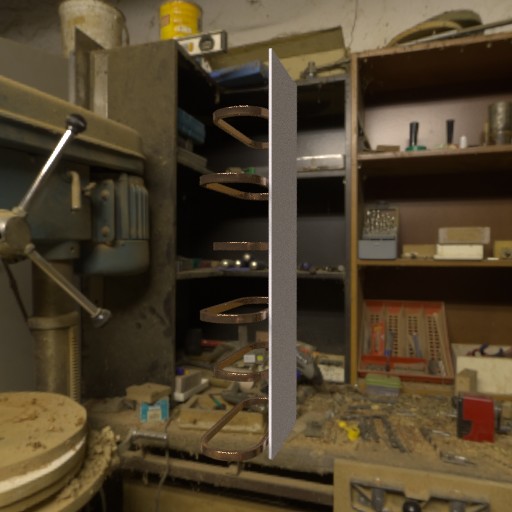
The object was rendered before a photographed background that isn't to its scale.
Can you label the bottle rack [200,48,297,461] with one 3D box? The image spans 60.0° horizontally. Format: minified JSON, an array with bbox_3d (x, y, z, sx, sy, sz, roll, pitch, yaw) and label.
[{"bbox_3d":[0.000,0.000,0.863,0.118,0.709,0.332,0,1,19],"label":"bottle rack"}]
